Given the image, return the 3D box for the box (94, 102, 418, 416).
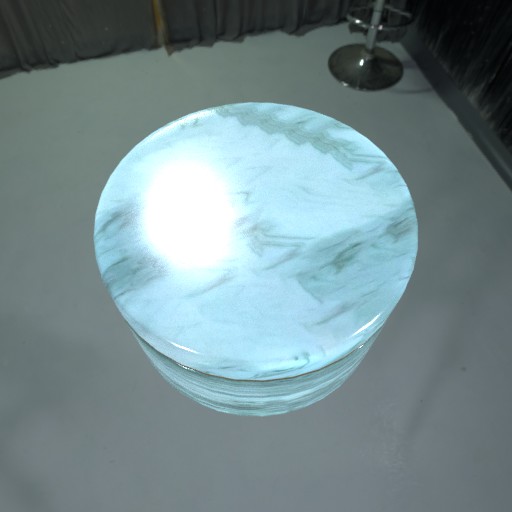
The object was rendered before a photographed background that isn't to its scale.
[{"bbox_3d":[0.000,0.000,0.163,0.101,0.063,0.101,0,58,0],"label":"box"}]
